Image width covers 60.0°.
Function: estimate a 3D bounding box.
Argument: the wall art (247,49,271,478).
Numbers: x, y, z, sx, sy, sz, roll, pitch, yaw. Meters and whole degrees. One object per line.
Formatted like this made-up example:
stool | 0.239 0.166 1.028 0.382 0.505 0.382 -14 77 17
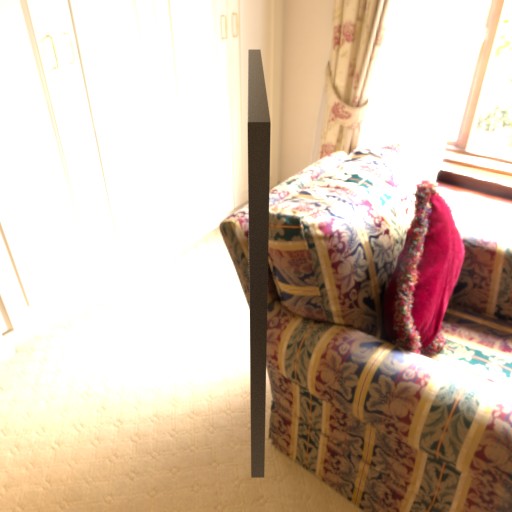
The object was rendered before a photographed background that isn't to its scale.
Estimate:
wall art | 0.000 0.000 1.376 0.039 1.061 0.804 0 33 -1
